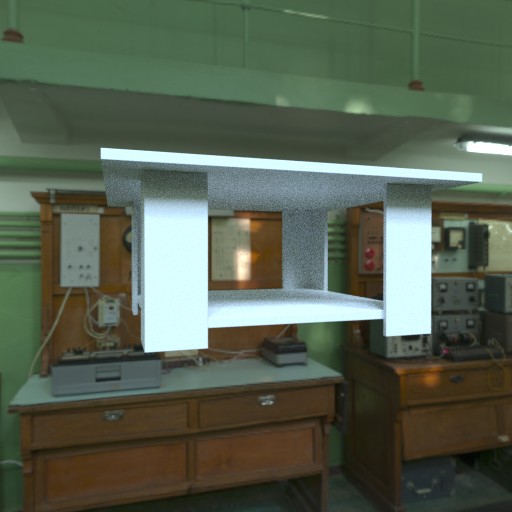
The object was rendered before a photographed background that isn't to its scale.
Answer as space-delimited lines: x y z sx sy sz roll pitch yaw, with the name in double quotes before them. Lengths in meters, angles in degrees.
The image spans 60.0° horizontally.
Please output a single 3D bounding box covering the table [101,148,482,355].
"table" 0.000 0.000 1.043 0.670 0.305 0.670 0 0 -18
